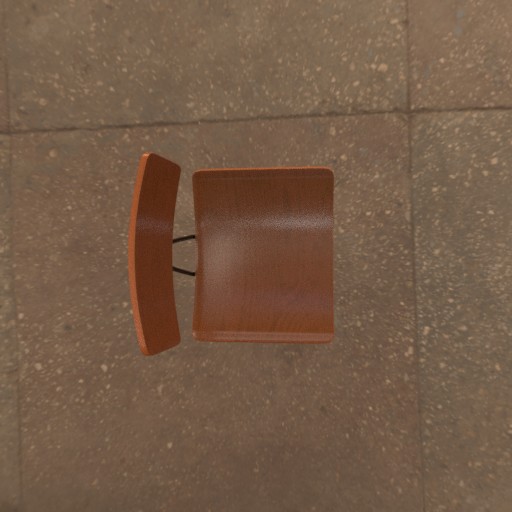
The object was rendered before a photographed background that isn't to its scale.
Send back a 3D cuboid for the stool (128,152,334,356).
[{"bbox_3d":[0.000,0.000,1.273,0.440,0.969,0.509,0,90,1],"label":"stool"}]
